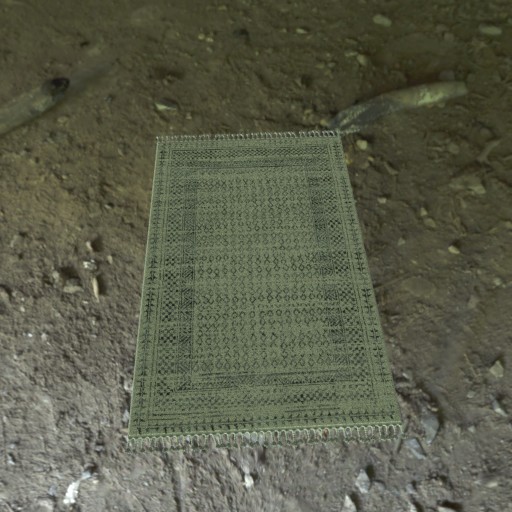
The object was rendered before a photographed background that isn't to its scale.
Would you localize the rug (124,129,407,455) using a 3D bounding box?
[{"bbox_3d":[0.000,0.000,3.067,1.548,0.013,2.486,-2,57,-1],"label":"rug"}]
